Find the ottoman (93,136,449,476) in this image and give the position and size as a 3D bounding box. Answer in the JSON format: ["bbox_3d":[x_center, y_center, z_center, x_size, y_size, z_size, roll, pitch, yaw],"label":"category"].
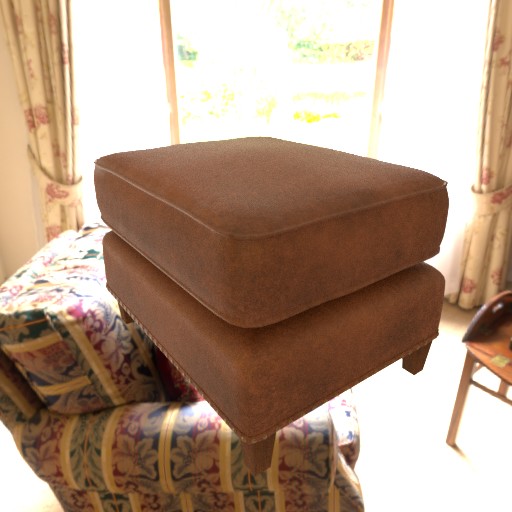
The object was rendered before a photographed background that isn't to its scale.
[{"bbox_3d":[0.000,0.000,1.125,0.589,0.537,0.738,-17,29,-33],"label":"ottoman"}]
